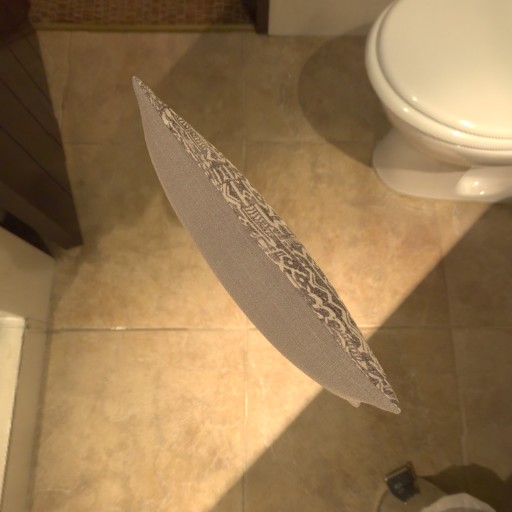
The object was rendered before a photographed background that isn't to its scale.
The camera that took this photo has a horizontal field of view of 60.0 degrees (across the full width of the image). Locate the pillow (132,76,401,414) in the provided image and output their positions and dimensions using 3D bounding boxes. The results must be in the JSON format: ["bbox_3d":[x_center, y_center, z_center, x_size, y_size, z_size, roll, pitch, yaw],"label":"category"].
[{"bbox_3d":[0.000,0.000,0.750,0.148,0.290,0.631,-36,78,-9],"label":"pillow"}]
